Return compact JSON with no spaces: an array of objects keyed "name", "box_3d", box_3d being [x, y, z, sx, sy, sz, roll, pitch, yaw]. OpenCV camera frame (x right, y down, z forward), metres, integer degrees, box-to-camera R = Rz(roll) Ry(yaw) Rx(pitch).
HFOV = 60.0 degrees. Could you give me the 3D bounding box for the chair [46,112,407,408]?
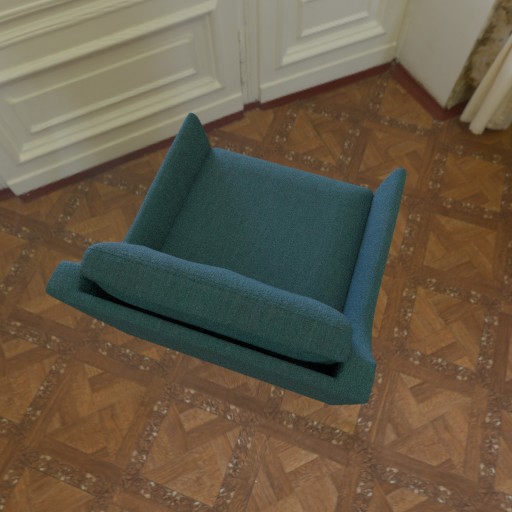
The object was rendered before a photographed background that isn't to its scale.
[{"name":"chair","box_3d":[0.000,0.000,1.506,0.847,0.828,0.849,17,64,8]}]
